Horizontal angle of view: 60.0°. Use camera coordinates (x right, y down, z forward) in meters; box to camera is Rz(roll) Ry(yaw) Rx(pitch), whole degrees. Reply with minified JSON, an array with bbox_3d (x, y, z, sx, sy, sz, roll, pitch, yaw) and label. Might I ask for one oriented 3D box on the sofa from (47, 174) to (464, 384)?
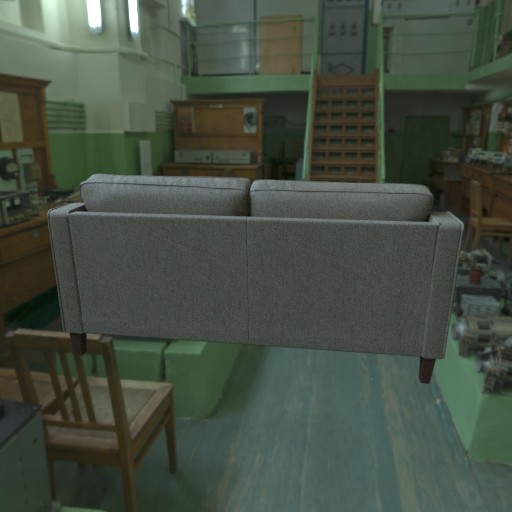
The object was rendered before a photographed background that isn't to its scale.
[{"bbox_3d":[0.000,0.000,2.876,2.181,1.074,1.073,2,17,8],"label":"sofa"}]
